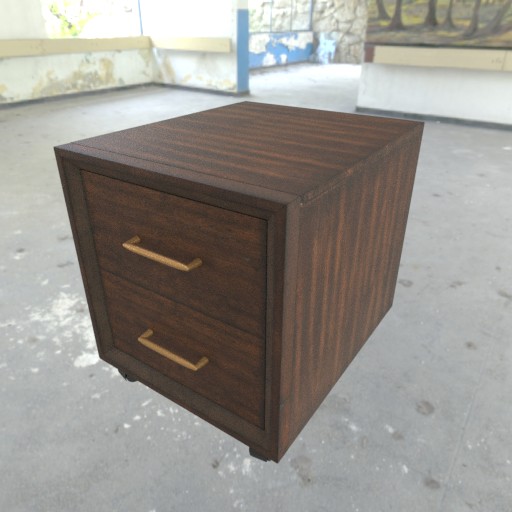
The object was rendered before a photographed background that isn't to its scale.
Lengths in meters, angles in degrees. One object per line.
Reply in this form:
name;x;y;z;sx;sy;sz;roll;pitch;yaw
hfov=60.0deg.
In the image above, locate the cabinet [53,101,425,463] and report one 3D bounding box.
cabinet;0.000;0.000;0.833;0.402;0.455;0.500;18;33;30
